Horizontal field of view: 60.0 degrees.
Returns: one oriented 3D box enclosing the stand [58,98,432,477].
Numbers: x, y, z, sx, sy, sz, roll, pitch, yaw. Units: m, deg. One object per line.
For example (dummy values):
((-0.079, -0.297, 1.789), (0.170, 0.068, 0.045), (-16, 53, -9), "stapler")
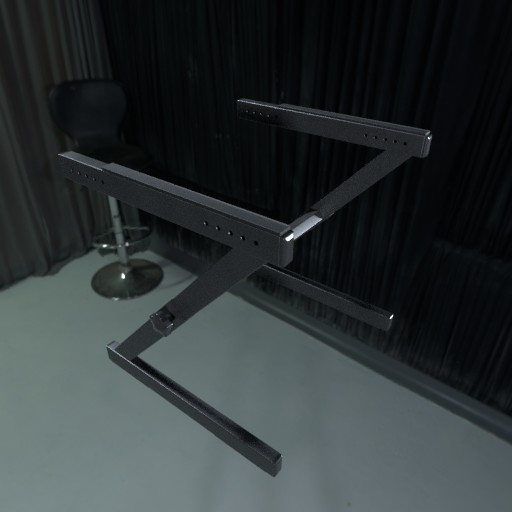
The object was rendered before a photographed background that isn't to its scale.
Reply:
((0.000, 0.000, 1.161), (0.586, 0.617, 0.700), (23, 39, 31), "stand")
